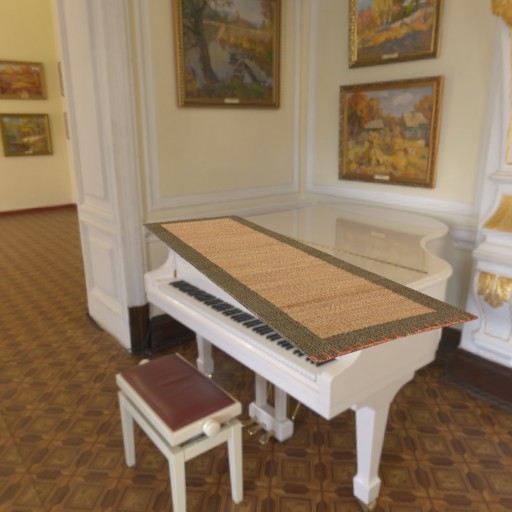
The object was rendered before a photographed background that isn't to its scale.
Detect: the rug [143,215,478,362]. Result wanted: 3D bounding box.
[{"bbox_3d":[0.000,0.000,2.657,0.810,0.016,2.413,-8,18,-26],"label":"rug"}]
